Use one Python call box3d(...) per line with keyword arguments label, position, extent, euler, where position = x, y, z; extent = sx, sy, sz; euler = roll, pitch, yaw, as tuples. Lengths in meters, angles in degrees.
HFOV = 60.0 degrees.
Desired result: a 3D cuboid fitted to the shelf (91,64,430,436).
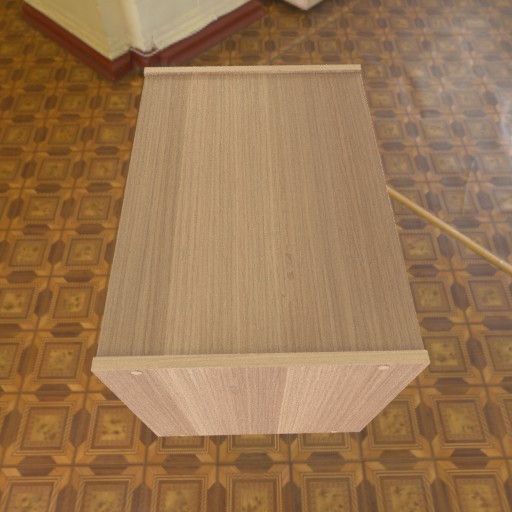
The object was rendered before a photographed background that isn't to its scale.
box3d(label="shelf", position=(0.000, 0.000, 0.617), extent=(0.290, 0.305, 0.415), euler=(-1, 58, -1))
